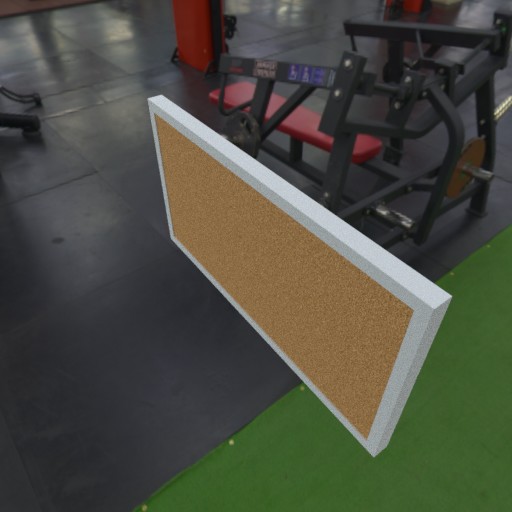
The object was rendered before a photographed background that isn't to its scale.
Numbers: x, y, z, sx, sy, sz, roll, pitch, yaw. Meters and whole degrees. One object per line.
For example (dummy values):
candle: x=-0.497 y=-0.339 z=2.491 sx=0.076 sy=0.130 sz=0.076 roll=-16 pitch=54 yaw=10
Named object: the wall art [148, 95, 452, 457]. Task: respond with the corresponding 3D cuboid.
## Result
wall art: x=0.000 y=0.000 z=0.956 sx=0.038 sy=0.431 sz=0.812 roll=-26 pitch=48 yaw=-26
